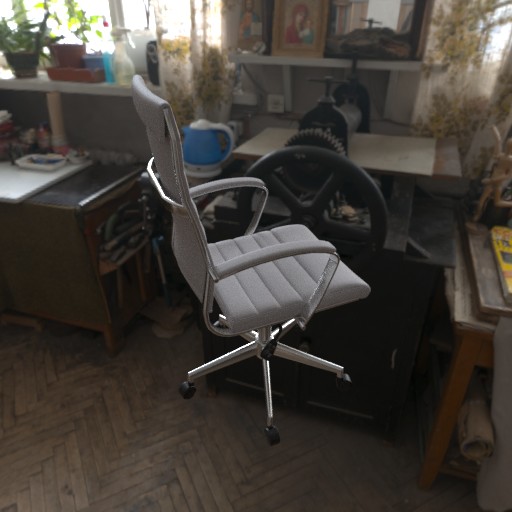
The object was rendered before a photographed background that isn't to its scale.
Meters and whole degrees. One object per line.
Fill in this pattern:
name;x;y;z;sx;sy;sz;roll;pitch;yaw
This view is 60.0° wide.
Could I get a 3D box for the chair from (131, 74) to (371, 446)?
chair;0.000;0.000;1.535;0.667;1.149;0.679;-11;33;-18
